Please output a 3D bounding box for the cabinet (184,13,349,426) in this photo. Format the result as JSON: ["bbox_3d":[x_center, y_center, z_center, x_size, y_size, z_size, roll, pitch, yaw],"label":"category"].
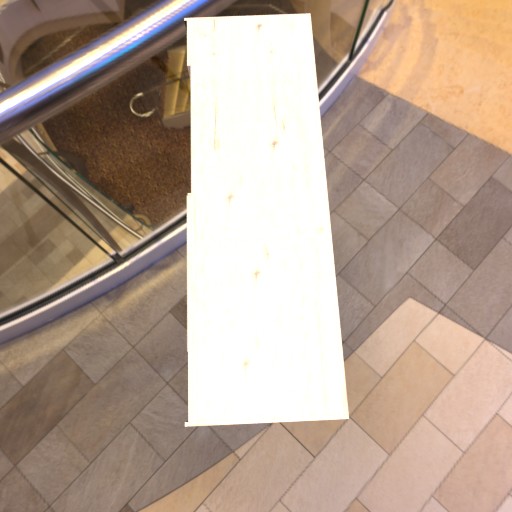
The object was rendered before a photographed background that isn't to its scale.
[{"bbox_3d":[0.000,0.000,3.098,0.660,2.180,2.000,-2,74,-1],"label":"cabinet"}]
